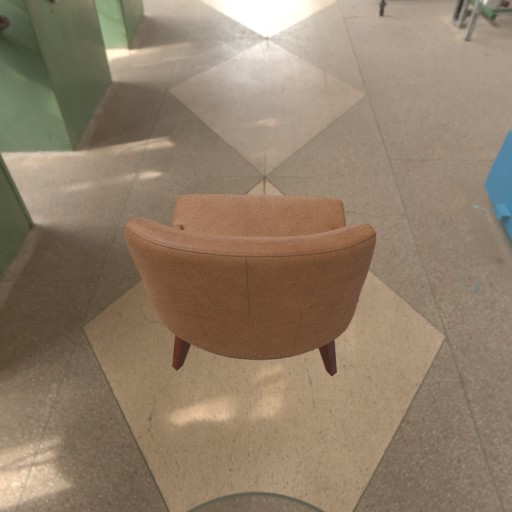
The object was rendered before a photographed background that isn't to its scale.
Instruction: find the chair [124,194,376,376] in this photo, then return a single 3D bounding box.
[{"bbox_3d":[0.000,0.000,1.507,0.701,0.909,0.861,2,46,2],"label":"chair"}]
